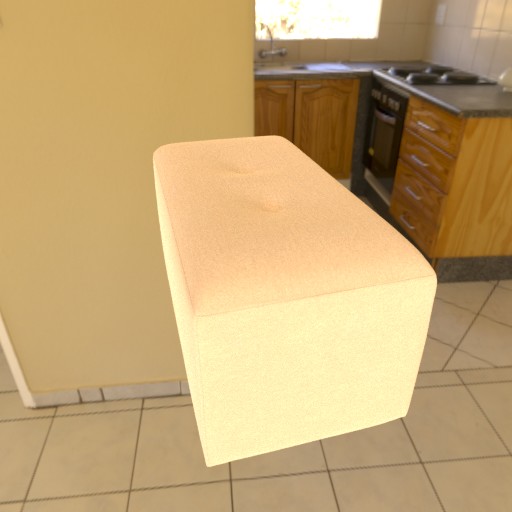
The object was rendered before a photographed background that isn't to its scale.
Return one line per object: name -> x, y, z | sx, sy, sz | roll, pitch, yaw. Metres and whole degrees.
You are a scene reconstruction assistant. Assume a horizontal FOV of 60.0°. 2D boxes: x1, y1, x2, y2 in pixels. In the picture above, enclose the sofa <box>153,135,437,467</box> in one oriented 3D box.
sofa -> 0.000, 0.000, 1.235 | 0.480, 0.470, 0.930 | -8, 31, -13
